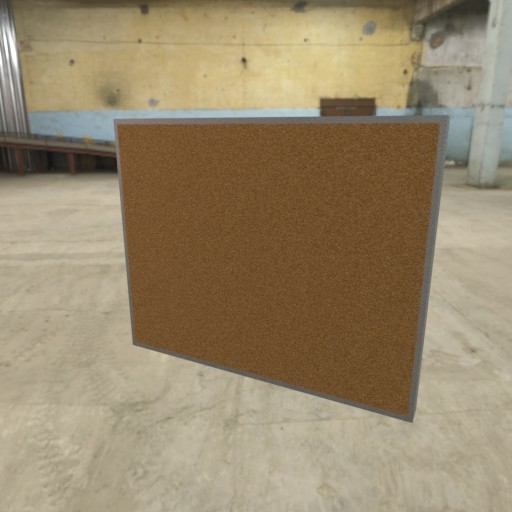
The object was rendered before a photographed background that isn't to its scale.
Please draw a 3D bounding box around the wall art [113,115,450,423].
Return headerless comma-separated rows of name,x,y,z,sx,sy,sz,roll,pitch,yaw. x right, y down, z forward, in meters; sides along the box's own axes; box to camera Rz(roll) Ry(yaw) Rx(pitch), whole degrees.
wall art,0.000,0.000,0.754,0.557,0.450,0.037,8,18,26
